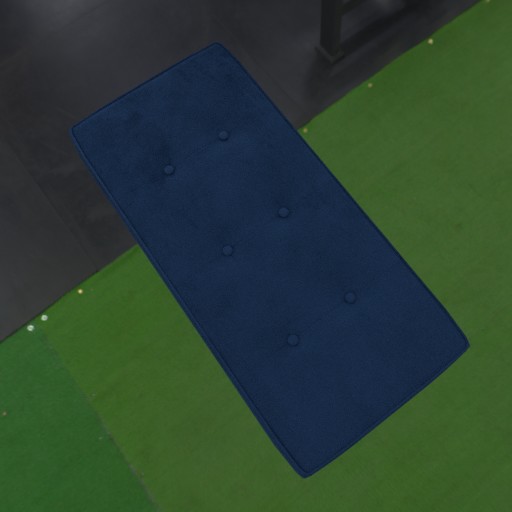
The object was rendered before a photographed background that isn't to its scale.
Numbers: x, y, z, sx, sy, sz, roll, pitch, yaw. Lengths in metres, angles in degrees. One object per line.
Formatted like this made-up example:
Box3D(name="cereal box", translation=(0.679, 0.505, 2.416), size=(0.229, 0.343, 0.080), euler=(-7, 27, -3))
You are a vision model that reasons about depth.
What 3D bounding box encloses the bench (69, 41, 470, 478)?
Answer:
Box3D(name="bench", translation=(0.000, 0.000, 1.255), size=(0.489, 0.467, 1.010), euler=(-35, 77, -9))
